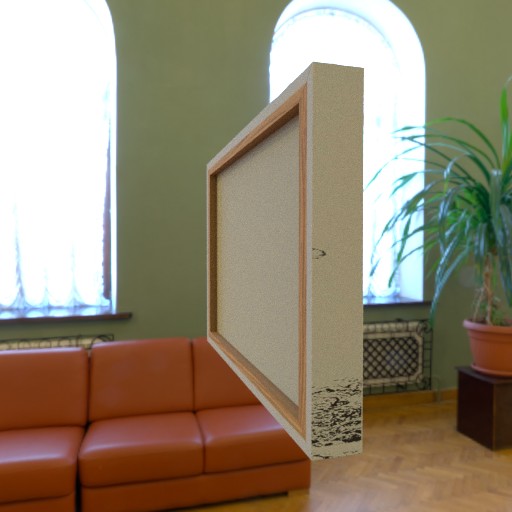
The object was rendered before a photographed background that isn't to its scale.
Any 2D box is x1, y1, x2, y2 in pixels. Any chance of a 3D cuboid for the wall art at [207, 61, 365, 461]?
[{"bbox_3d":[0.000,0.000,0.474,0.038,0.259,0.381,0,1,-16],"label":"wall art"}]
